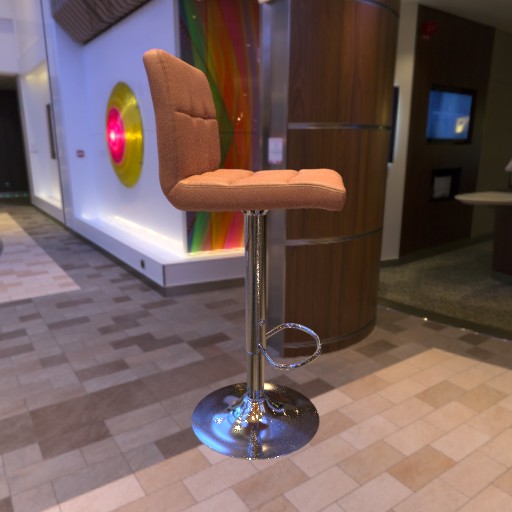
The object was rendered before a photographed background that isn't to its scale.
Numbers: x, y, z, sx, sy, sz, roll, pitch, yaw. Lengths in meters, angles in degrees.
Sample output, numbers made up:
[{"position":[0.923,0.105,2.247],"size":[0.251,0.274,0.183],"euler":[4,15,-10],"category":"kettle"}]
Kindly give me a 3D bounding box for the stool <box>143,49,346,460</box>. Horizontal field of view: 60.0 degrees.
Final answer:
[{"position":[0.000,0.000,1.345],"size":[0.505,1.115,0.430],"euler":[2,15,9],"category":"stool"}]
